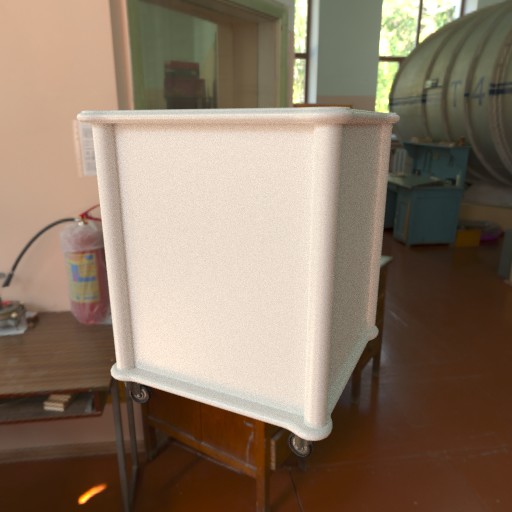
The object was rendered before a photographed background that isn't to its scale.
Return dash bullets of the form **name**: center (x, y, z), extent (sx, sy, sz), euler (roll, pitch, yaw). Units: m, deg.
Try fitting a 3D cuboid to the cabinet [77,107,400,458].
- **cabinet**: center (0.000, 0.000, 1.231), extent (0.627, 0.761, 0.628), euler (8, 18, 25)
